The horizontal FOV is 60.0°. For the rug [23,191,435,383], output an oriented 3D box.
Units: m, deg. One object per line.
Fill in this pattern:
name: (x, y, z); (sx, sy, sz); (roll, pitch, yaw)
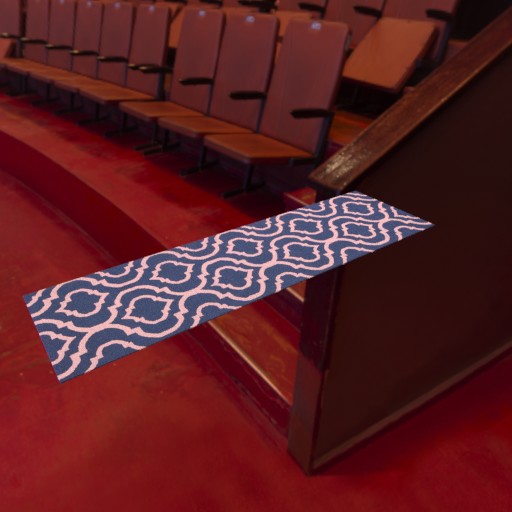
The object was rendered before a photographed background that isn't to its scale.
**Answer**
rug: (0.000, 0.000, 2.488); (2.296, 0.006, 0.685); (-20, 36, -30)
